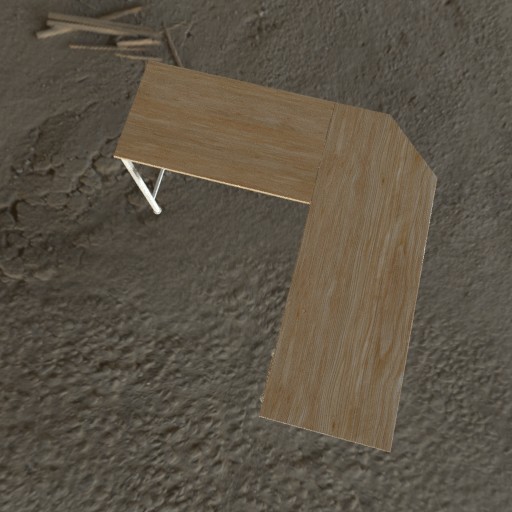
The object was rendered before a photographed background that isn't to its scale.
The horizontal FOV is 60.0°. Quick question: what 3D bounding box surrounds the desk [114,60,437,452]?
[{"bbox_3d":[0.000,0.000,2.200,1.379,0.739,1.379,14,76,4],"label":"desk"}]
